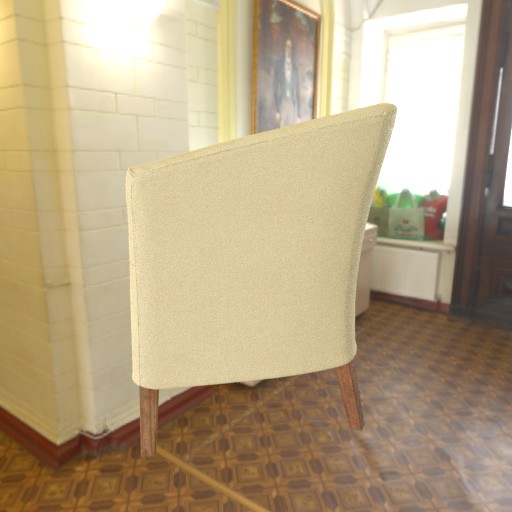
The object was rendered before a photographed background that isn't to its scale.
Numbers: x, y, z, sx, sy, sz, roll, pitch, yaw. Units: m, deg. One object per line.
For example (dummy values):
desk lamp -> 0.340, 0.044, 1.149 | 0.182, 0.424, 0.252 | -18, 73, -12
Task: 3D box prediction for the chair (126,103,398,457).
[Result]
chair -> 0.000, 0.000, 1.282 | 0.657, 0.822, 0.643 | -2, 13, -8
